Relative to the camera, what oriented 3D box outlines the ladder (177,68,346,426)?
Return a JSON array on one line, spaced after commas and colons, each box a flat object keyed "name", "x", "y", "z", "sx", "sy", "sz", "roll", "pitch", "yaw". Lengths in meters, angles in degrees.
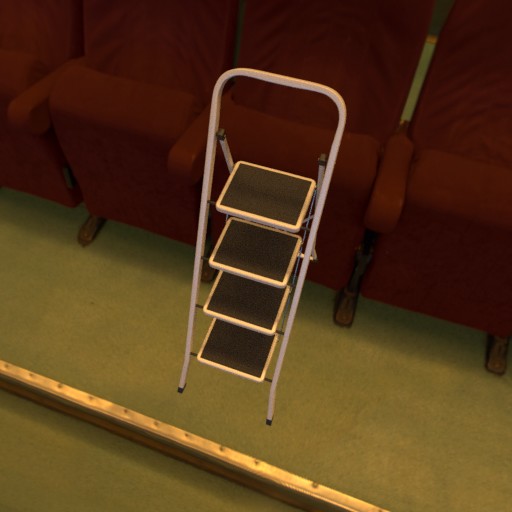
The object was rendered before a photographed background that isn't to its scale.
[{"name": "ladder", "x": 0.000, "y": 0.000, "z": 1.713, "sx": 0.460, "sy": 1.265, "sz": 0.914, "roll": 17, "pitch": 60, "yaw": 10}]
